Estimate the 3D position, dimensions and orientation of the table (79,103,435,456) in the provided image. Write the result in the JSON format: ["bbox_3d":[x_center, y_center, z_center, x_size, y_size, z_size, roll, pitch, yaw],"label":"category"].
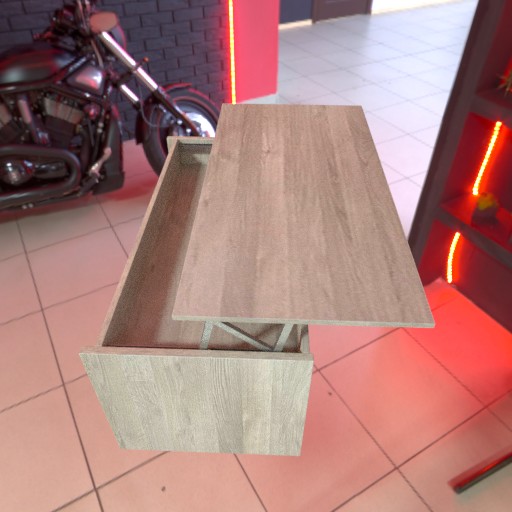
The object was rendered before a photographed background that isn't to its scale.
[{"bbox_3d":[0.000,0.000,1.401,0.712,0.570,1.000,2,42,2],"label":"table"}]
